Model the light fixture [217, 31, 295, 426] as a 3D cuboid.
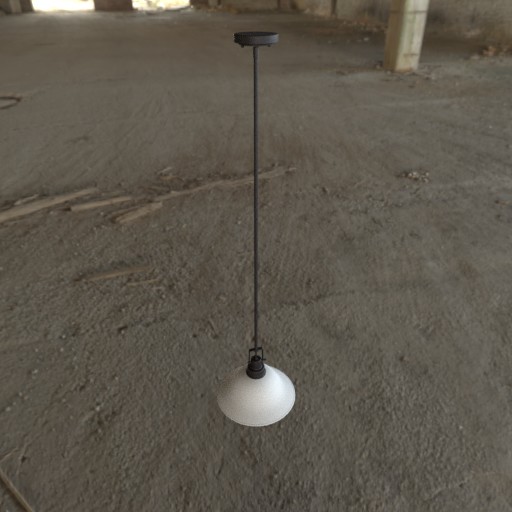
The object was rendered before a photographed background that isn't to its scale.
[{"bbox_3d":[0.000,0.000,1.485,0.324,1.337,0.324,-8,33,-12],"label":"light fixture"}]
